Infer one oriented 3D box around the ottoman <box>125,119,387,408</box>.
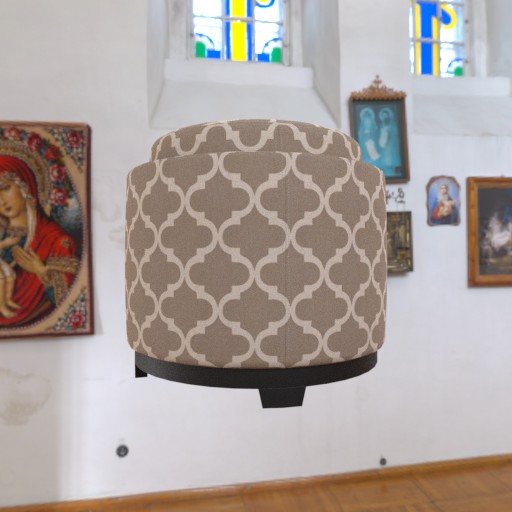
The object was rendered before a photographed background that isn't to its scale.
[{"bbox_3d":[0.000,0.000,0.846,0.480,0.429,0.480,0,0,0],"label":"ottoman"}]
